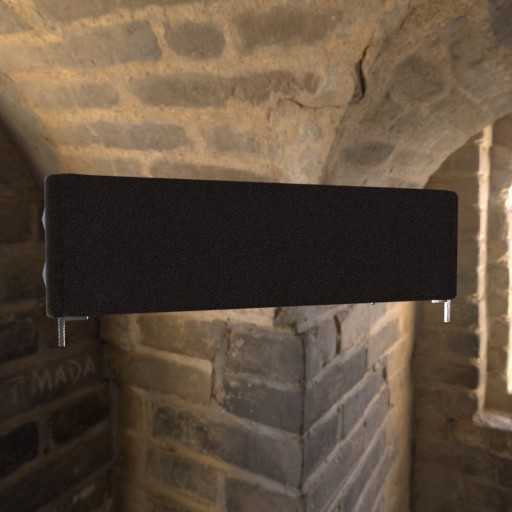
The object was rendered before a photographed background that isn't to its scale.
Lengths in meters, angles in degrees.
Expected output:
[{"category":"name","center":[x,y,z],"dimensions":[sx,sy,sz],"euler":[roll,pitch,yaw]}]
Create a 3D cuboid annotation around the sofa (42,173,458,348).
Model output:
[{"category":"sofa","center":[0.000,0.000,2.636],"dimensions":[2.209,0.771,0.895],"euler":[-1,2,-17]}]
